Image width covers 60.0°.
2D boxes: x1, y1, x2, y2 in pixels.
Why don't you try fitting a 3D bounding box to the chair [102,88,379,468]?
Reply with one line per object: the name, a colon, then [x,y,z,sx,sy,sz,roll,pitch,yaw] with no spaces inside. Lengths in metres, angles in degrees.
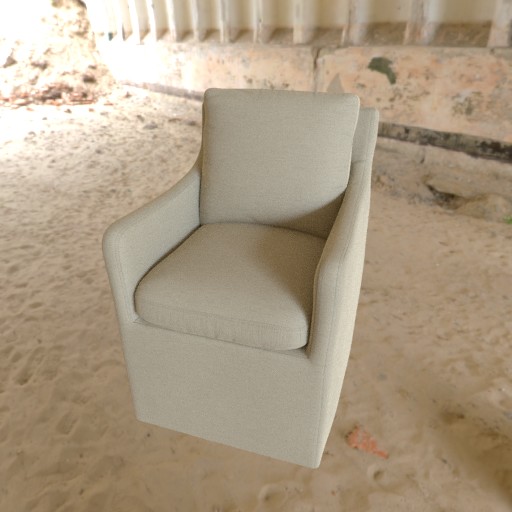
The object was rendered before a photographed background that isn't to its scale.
chair: [0.000,0.000,1.354,0.626,0.914,0.694,8,28,16]
